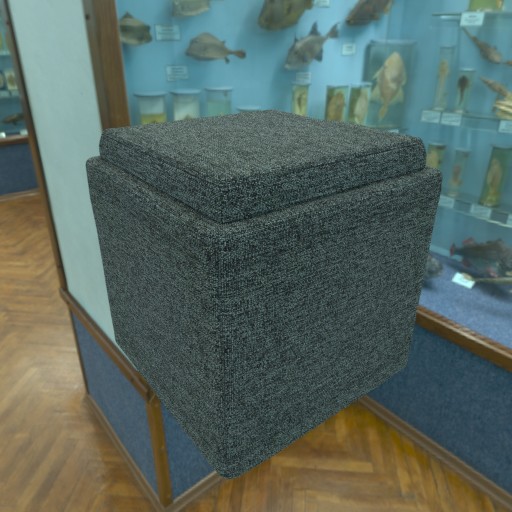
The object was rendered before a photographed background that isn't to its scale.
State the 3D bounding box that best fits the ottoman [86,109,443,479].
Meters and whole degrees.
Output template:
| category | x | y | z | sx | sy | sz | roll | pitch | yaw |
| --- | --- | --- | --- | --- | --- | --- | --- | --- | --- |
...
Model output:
| category | x | y | z | sx | sy | sz | roll | pitch | yaw |
| --- | --- | --- | --- | --- | --- | --- | --- | --- | --- |
| ottoman | 0.000 | 0.000 | 0.826 | 0.450 | 0.463 | 0.450 | -19 | 32 | -33 |
